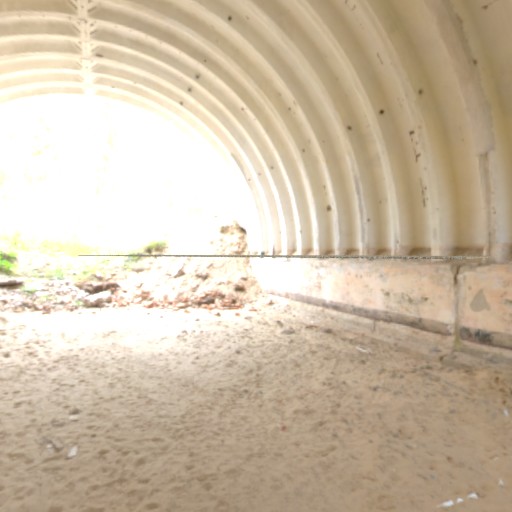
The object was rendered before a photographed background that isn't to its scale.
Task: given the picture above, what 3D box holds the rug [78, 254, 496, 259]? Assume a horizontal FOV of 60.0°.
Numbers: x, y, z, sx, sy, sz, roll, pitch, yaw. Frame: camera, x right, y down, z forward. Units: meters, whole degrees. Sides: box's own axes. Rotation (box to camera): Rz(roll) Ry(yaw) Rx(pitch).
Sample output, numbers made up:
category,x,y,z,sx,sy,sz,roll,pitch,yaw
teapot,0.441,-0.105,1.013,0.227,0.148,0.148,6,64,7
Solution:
category,x,y,z,sx,sy,sz,roll,pitch,yaw
rug,0.000,0.000,2.636,2.438,0.006,0.783,0,1,35
